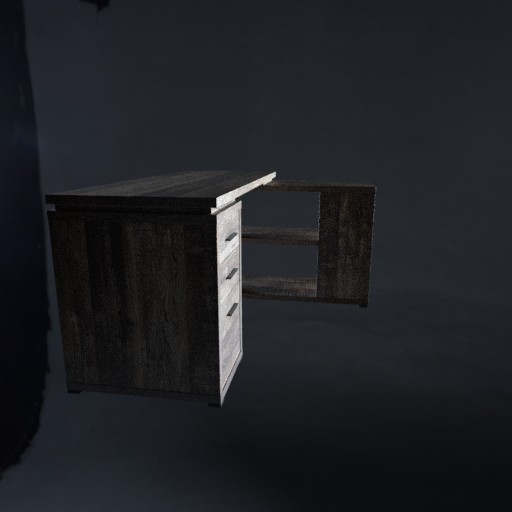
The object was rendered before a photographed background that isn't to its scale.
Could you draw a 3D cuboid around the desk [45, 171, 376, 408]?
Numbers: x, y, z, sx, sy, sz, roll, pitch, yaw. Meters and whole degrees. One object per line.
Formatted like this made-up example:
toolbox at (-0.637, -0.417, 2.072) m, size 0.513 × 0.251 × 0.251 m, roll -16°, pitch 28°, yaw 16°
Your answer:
desk at (0.000, 0.000, 2.229) m, size 1.200 × 0.753 × 1.524 m, roll 2°, pitch 14°, yaw 9°
